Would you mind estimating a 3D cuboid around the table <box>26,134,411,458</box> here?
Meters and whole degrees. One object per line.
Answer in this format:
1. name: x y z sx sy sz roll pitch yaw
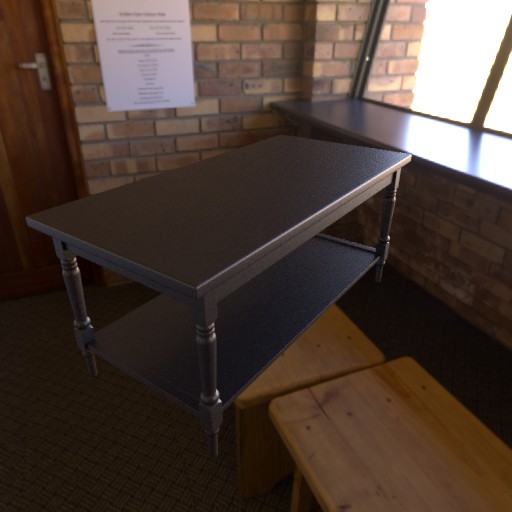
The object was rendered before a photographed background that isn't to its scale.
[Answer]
1. table: 0.000 0.000 1.422 0.550 0.510 1.107 19 33 31
